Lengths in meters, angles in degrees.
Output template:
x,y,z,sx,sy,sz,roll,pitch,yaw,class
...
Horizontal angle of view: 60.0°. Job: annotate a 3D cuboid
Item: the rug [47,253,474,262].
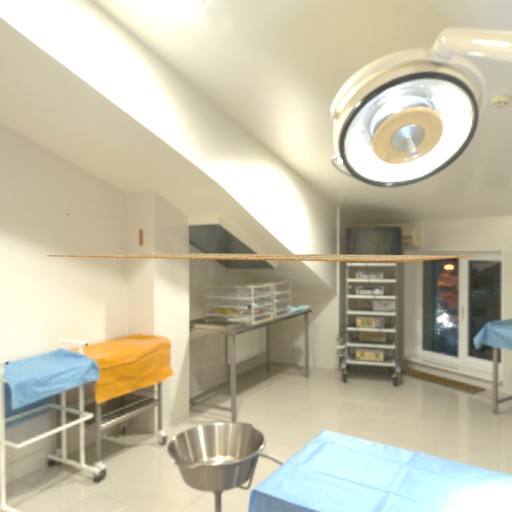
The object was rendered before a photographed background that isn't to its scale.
x,y,z,sx,sy,sz,roll,pitch,yaw,class
0.000,0.000,2.887,2.336,0.007,1.525,1,1,36,rug
